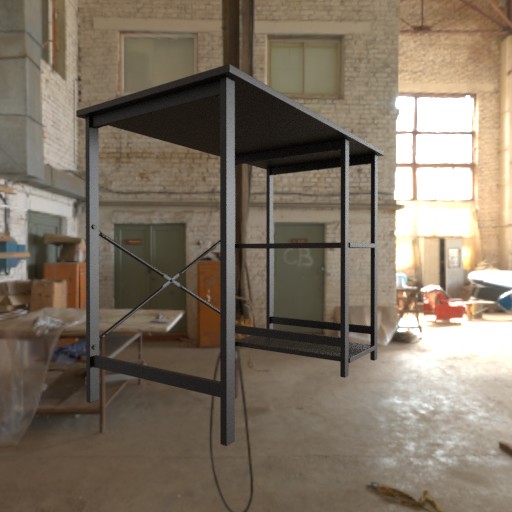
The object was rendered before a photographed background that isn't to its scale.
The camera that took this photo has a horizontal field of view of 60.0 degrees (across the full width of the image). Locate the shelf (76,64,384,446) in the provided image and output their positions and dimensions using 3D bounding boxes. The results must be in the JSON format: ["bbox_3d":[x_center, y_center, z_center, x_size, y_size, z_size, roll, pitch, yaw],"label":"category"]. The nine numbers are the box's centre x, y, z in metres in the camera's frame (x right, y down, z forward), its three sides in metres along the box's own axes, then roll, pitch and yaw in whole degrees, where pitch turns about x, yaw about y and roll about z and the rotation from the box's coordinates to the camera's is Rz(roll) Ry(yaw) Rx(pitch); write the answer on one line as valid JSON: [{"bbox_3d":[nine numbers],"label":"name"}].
[{"bbox_3d":[0.000,0.000,1.368,0.498,0.749,0.902,0,1,35],"label":"shelf"}]
